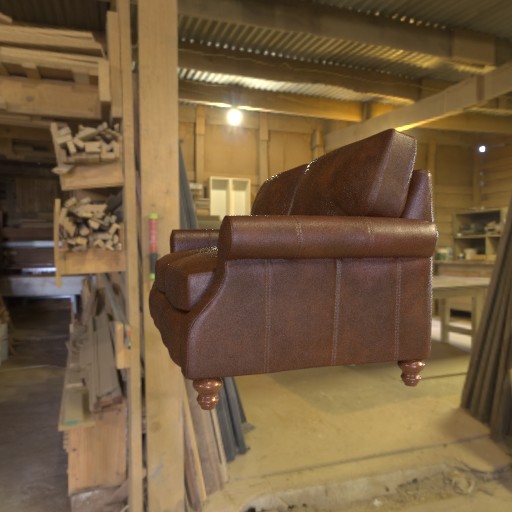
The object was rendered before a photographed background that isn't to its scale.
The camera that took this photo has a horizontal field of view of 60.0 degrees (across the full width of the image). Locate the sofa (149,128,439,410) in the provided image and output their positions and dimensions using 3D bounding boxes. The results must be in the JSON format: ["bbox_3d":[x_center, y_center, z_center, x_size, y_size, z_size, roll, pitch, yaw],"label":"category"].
[{"bbox_3d":[0.000,0.000,2.226,0.990,0.976,1.616,0,2,-17],"label":"sofa"}]
